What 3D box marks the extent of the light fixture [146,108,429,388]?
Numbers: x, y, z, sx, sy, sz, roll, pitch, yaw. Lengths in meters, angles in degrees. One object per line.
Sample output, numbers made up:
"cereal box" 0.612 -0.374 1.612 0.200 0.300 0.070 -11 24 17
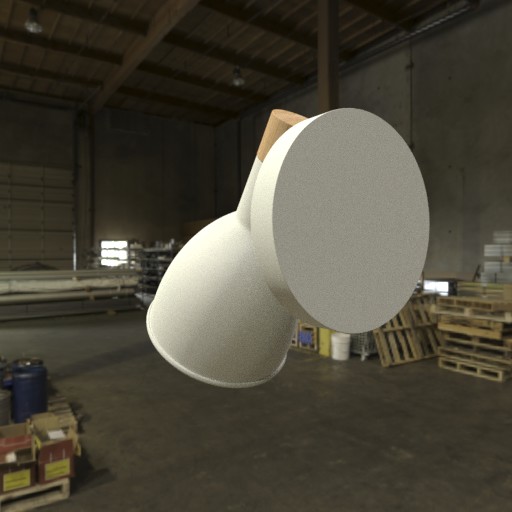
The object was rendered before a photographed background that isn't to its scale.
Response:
"light fixture" 0.000 0.000 0.333 0.127 0.199 0.209 0 0 -35
